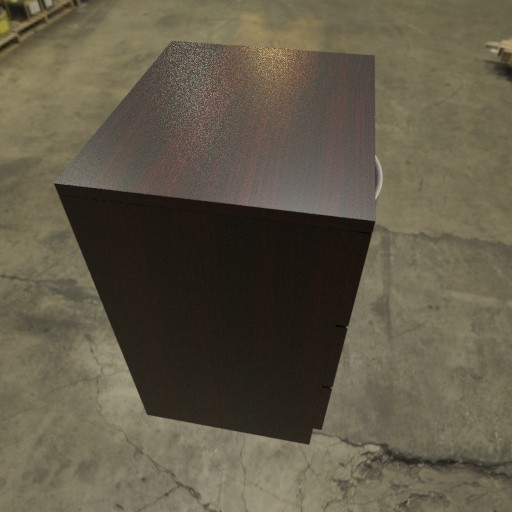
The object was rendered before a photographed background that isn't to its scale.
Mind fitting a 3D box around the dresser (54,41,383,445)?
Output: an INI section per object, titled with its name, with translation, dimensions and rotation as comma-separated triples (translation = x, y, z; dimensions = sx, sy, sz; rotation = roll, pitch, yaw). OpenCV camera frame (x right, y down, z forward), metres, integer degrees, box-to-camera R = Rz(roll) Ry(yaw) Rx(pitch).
[dresser]
translation = 0.000, 0.000, 0.782
dimensions = 0.360, 0.560, 0.400
rotation = 8, 46, 7
